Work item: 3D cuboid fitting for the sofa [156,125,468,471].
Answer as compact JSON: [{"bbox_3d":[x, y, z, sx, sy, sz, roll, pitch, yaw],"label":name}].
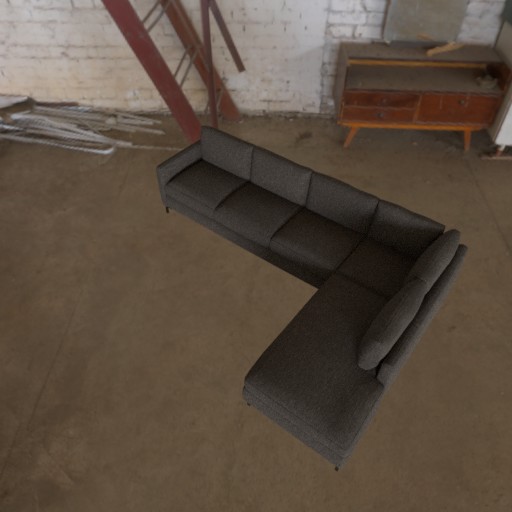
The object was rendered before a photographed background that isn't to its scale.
[{"bbox_3d":[0.000,0.000,3.847,2.949,0.815,2.007,29,52,25],"label":"sofa"}]
